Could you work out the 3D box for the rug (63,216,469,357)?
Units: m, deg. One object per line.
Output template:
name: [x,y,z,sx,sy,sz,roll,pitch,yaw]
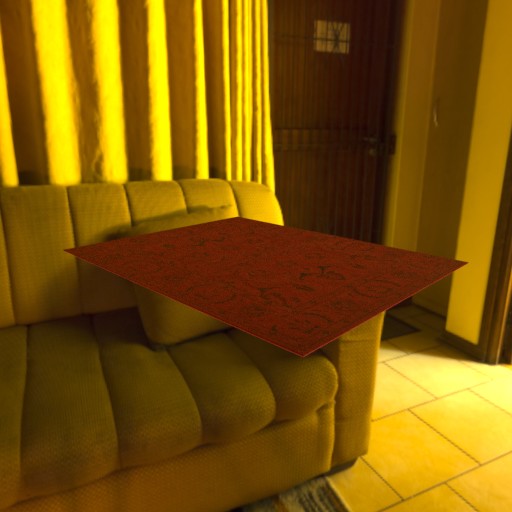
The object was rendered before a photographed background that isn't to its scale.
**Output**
rug: [0.000,0.000,4.049,2.929,0.012,2.300,15,22,42]
